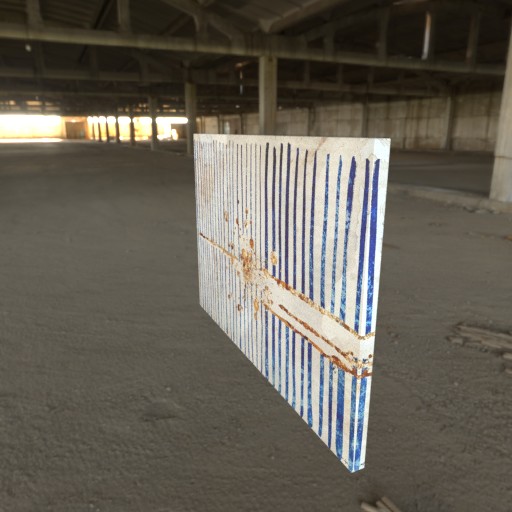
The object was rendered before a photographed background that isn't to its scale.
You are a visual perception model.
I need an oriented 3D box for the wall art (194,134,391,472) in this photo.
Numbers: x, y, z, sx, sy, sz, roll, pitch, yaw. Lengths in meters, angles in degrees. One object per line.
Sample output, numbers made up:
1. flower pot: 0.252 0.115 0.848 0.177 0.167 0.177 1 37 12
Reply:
1. wall art: 0.000 0.000 1.441 0.038 0.757 1.143 -7 17 -24
